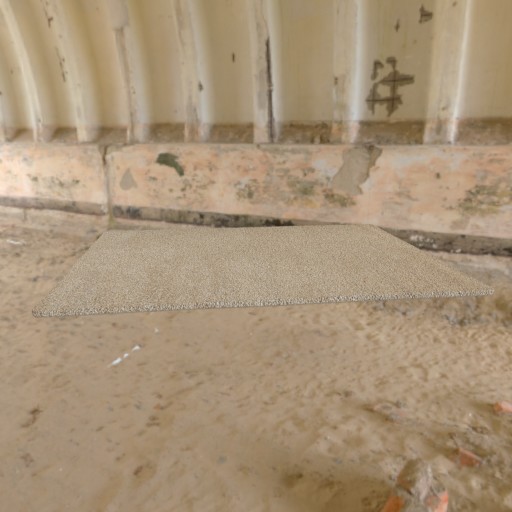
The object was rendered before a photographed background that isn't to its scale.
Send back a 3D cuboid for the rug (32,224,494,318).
[{"bbox_3d":[0.000,0.000,2.077,1.600,0.025,1.199,-2,16,-7],"label":"rug"}]
